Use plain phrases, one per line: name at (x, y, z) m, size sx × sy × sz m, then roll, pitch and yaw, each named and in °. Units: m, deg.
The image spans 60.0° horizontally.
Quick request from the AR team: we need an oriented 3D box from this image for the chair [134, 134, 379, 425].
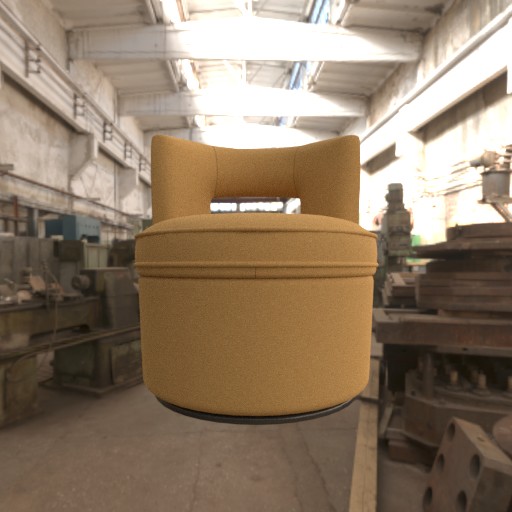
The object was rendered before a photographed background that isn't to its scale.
chair at (0.000, 0.000, 1.222) m, size 0.650 × 0.723 × 0.665 m, roll 0°, pitch 1°, yaw 0°
